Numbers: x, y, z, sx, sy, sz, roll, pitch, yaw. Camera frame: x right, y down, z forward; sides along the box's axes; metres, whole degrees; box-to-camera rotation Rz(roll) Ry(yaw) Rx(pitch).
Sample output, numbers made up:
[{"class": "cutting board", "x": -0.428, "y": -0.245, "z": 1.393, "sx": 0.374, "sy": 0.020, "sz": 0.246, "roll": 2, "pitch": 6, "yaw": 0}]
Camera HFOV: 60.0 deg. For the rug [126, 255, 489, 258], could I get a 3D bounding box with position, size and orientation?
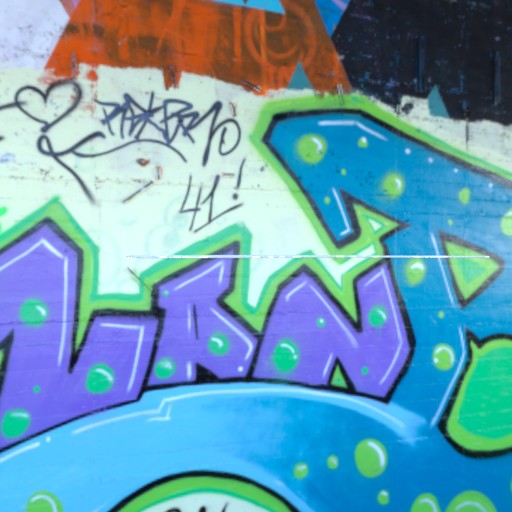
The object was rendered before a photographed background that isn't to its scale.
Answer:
[{"class": "rug", "x": 0.000, "y": 0.000, "z": 2.762, "sx": 1.522, "sy": 0.013, "sz": 2.133, "roll": 0, "pitch": 0, "yaw": -17}]
